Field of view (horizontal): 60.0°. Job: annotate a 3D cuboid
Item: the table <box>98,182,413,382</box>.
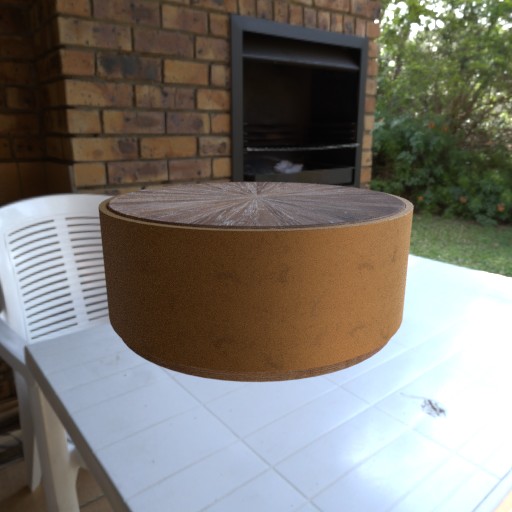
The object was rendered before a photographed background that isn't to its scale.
[{"bbox_3d":[0.000,0.000,1.542,1.001,0.409,1.001,0,16,0],"label":"table"}]
